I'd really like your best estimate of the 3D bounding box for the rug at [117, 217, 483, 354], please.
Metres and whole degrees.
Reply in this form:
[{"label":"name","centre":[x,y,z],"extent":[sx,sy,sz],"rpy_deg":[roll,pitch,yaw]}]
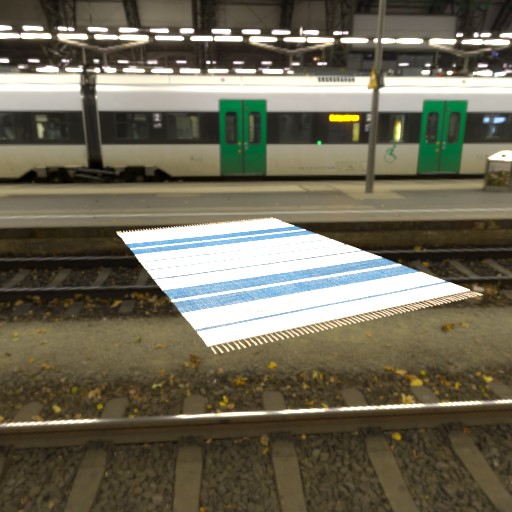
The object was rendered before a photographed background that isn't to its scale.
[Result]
[{"label":"rug","centre":[0.000,0.000,3.113],"extent":[1.532,0.010,2.441],"rpy_deg":[-7,17,-25]}]
